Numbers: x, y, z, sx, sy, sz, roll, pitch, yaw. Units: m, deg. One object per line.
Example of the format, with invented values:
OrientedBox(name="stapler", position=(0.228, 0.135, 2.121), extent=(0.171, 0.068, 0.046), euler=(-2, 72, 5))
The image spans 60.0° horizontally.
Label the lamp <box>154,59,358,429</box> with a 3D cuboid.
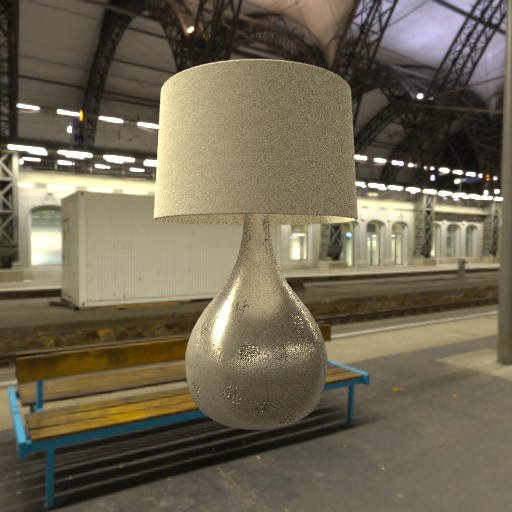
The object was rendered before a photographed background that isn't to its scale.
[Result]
OrientedBox(name="lamp", position=(0.000, 0.000, 0.737), extent=(0.330, 0.521, 0.330), euler=(0, 1, 0))
